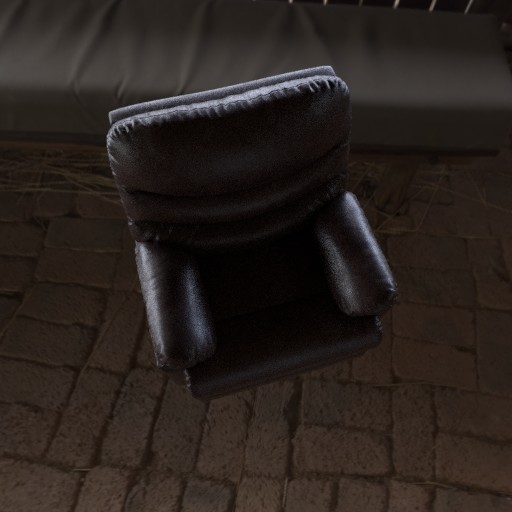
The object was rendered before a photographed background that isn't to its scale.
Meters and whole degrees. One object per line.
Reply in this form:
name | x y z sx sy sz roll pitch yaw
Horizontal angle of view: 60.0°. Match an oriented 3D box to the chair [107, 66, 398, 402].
chair | 0.000 0.000 1.725 0.940 1.041 0.879 -14 66 -7
